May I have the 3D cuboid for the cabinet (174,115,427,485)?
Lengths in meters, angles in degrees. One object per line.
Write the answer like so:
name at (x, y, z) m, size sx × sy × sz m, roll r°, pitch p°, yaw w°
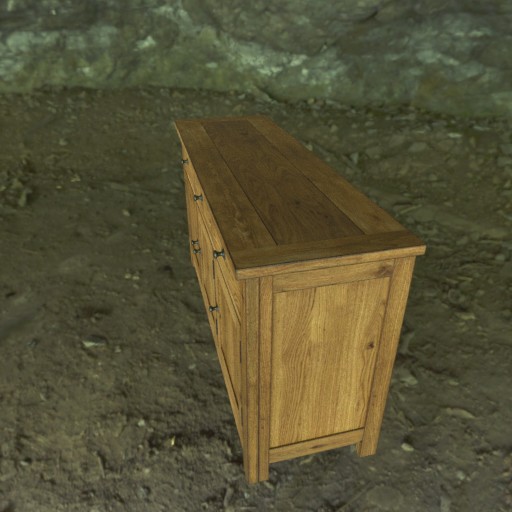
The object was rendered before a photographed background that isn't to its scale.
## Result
cabinet at (0.000, 0.000, 1.843) m, size 0.480 × 0.813 × 1.474 m, roll -7°, pitch 31°, yaw -12°
